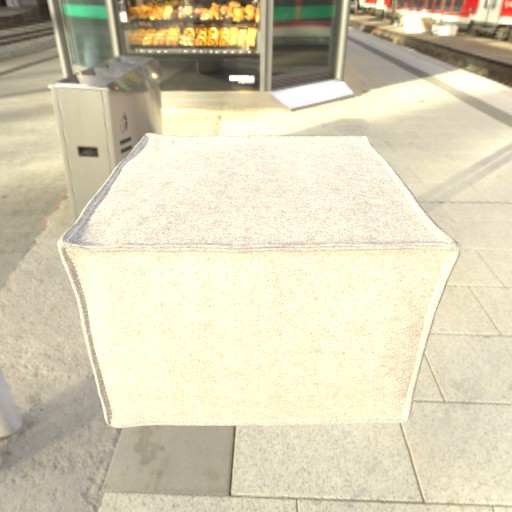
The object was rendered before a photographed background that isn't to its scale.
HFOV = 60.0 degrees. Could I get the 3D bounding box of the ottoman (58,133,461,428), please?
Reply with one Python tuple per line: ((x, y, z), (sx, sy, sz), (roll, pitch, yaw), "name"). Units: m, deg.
((0.000, 0.000, 1.124), (0.696, 0.470, 0.707), (0, 31, 0), "ottoman")
